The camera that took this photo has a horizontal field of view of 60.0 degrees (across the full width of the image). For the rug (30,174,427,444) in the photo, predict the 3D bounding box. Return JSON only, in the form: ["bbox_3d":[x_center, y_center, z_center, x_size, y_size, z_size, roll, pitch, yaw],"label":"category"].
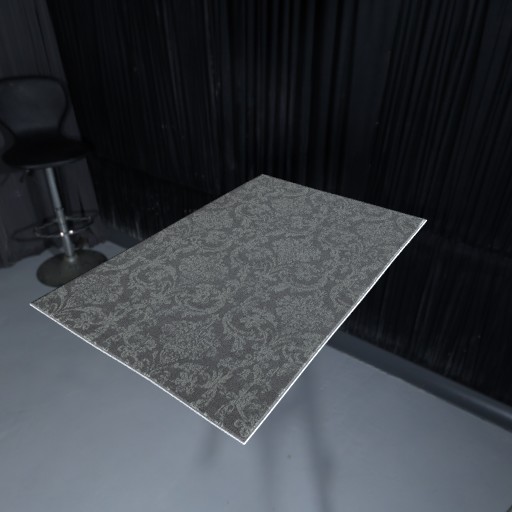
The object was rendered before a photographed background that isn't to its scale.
[{"bbox_3d":[0.000,0.000,3.496,1.819,0.018,2.746,21,39,29],"label":"rug"}]
